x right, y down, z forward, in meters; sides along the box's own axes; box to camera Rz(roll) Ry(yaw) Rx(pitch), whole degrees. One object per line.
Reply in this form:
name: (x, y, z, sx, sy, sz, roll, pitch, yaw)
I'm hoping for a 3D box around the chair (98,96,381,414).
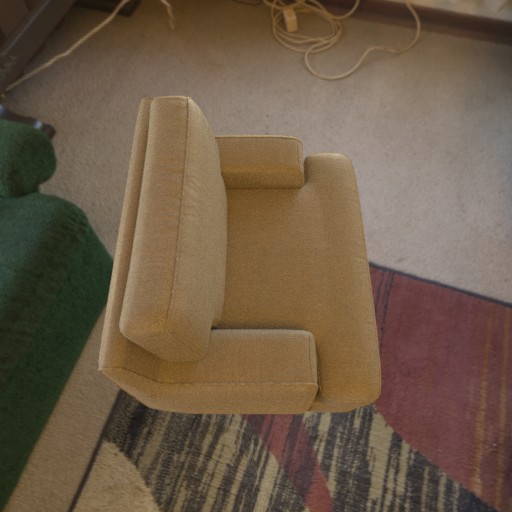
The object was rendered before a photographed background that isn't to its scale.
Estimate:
chair: (0.000, 0.000, 1.990, 1.043, 0.974, 1.270, 0, 63, 0)
